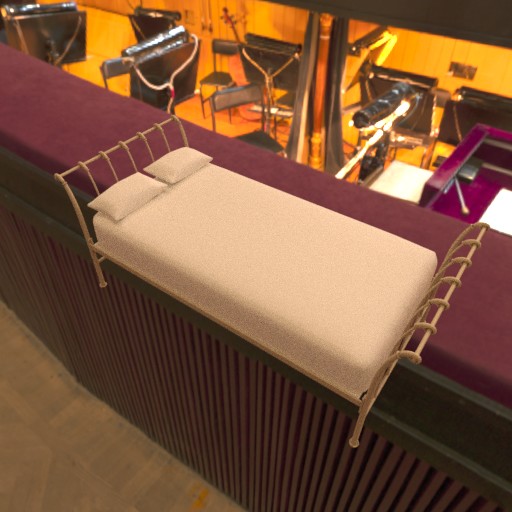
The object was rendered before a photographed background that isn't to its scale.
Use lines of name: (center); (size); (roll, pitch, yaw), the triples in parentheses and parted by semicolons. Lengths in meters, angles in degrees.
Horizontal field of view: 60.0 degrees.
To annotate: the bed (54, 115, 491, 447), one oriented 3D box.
bed: (0.000, 0.000, 2.715); (2.228, 0.873, 1.032); (26, 48, 26)
